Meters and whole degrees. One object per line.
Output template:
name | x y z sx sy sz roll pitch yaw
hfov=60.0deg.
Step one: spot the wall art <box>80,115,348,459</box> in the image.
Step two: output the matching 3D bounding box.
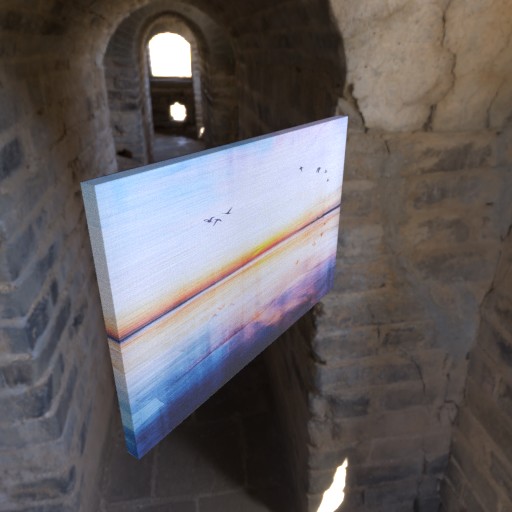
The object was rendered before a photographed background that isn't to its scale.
wall art | 0.000 0.000 1.162 0.037 0.605 0.911 17 30 32
